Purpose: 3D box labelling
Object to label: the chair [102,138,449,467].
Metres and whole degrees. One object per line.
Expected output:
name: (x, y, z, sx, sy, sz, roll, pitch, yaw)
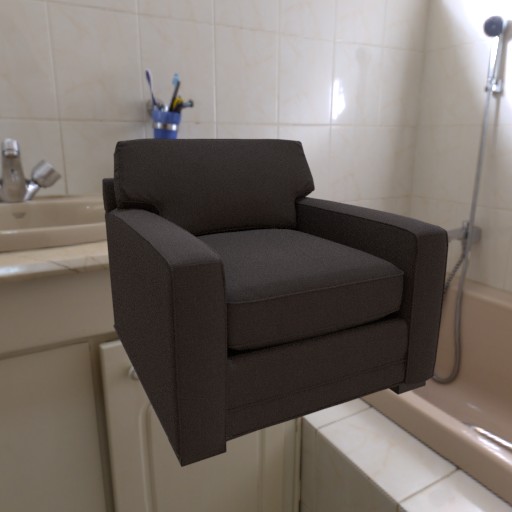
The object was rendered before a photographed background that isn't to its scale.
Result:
chair: (0.000, 0.000, 1.776, 0.997, 0.913, 1.043, -7, 16, -26)
